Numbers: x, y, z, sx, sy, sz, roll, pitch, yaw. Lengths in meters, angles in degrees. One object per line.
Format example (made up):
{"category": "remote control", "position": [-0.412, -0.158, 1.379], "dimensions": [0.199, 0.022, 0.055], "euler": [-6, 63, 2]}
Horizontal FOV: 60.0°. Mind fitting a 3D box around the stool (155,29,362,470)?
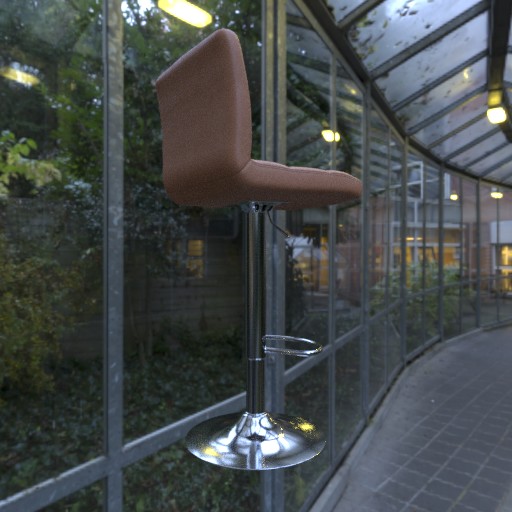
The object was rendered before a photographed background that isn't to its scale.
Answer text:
{"category": "stool", "position": [0.000, 0.000, 1.356], "dimensions": [0.505, 1.115, 0.430], "euler": [0, 0, -36]}
